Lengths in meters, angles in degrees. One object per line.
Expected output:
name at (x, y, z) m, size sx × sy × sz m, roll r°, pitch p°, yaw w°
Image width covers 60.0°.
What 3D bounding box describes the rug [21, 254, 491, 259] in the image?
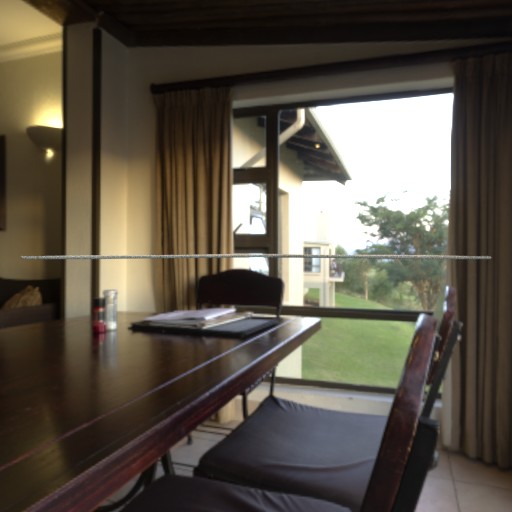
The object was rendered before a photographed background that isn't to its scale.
rug at (0.000, 0.000, 2.969) m, size 2.306 × 0.030 × 1.613 m, roll 0°, pitch 0°, yaw 1°
